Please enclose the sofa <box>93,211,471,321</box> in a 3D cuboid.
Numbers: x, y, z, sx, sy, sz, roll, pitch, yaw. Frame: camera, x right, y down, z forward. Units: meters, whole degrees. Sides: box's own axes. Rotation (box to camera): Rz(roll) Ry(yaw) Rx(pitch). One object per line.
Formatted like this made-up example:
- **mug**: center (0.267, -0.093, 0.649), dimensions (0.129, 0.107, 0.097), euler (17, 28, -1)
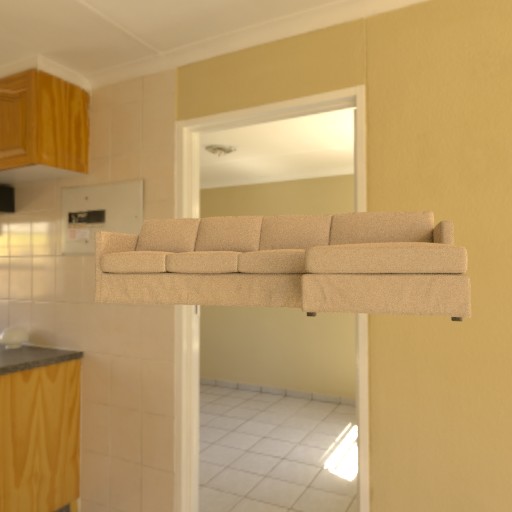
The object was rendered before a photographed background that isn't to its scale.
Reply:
- **sofa**: center (0.000, 0.000, 3.869), dimensions (3.177, 0.867, 1.622), euler (0, -2, 17)
